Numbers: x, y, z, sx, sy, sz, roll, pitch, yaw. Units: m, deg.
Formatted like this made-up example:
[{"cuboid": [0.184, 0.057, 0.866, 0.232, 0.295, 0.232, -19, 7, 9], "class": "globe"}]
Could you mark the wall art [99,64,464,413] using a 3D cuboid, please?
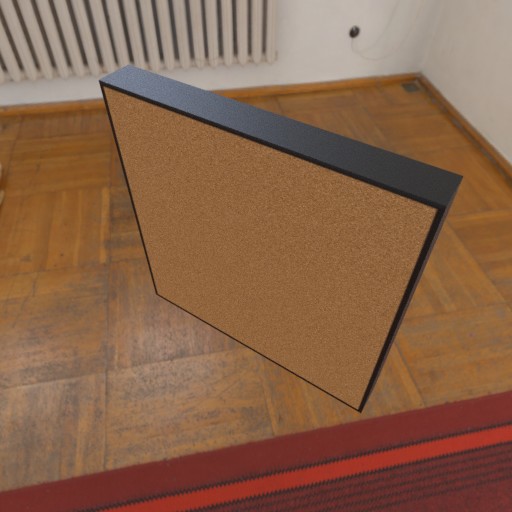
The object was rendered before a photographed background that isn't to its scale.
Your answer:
[{"cuboid": [0.000, 0.000, 0.450, 0.304, 0.303, 0.037, 26, 52, 22], "class": "wall art"}]
